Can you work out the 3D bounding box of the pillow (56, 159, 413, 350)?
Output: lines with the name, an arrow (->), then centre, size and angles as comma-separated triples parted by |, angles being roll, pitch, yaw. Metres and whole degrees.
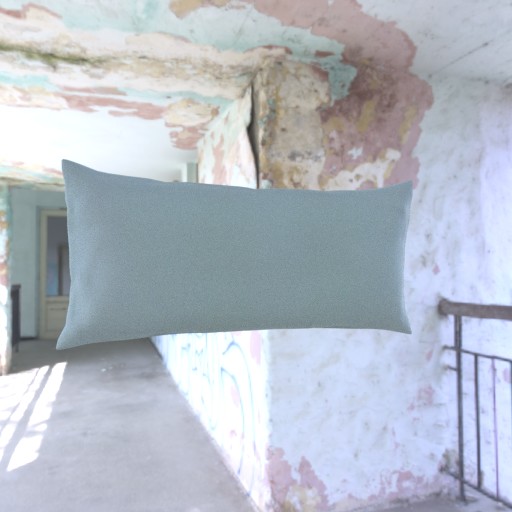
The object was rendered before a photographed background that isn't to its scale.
pillow -> 0.000, 0.000, 0.739 | 0.610, 0.287, 0.151 | 0, -1, -17
